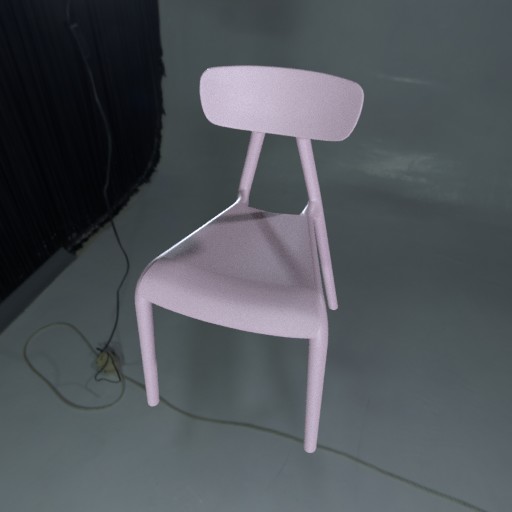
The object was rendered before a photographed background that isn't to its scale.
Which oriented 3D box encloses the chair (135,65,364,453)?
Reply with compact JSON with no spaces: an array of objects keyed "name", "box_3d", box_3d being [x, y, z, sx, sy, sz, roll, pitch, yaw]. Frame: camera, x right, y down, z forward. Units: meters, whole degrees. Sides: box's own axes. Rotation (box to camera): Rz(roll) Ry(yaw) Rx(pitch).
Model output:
[{"name":"chair","box_3d":[0.000,0.000,0.839,0.356,0.580,0.401,11,42,13]}]
